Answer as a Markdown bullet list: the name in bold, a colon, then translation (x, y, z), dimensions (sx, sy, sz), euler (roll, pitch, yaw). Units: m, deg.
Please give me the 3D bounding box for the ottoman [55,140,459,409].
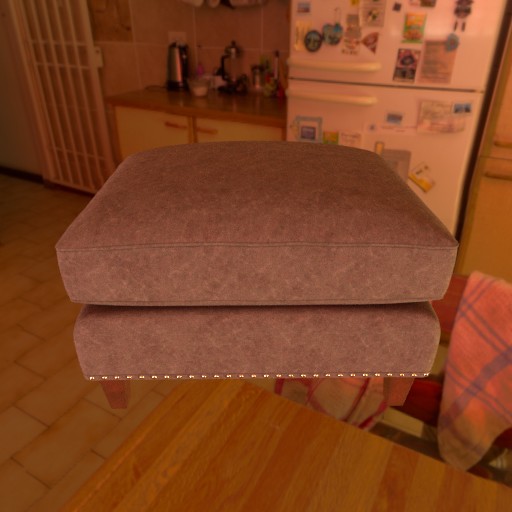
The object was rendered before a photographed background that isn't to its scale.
- **ottoman**: translation (0.000, 0.000, 1.119), dimensions (0.741, 0.513, 0.584), euler (0, 29, -1)
